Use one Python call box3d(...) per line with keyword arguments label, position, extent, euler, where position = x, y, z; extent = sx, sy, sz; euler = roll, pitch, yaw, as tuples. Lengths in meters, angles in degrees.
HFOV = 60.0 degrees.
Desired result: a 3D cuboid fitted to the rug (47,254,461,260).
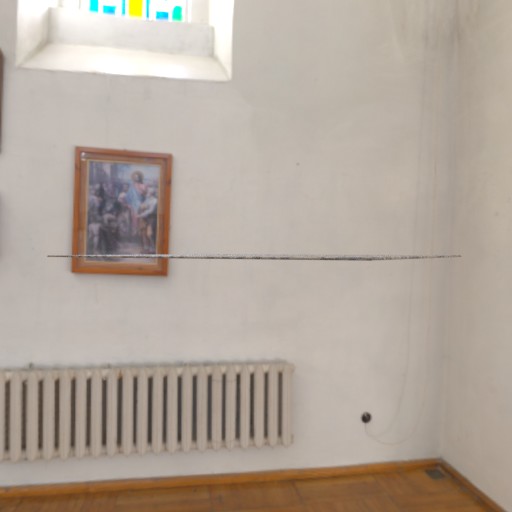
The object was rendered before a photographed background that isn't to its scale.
box3d(label="rug", position=(0.000, 0.000, 3.001), extent=(2.261, 0.013, 1.676), euler=(0, 1, 35))
